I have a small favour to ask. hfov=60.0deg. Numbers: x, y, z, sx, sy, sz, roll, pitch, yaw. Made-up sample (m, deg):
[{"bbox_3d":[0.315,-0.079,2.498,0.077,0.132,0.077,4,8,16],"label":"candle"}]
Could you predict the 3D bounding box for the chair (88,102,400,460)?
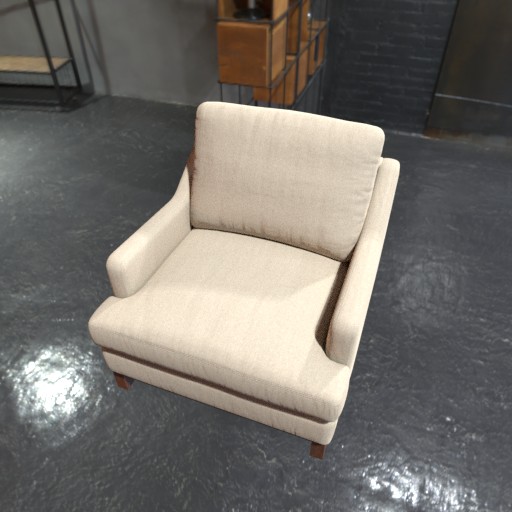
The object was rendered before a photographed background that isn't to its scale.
[{"bbox_3d":[0.000,0.000,1.724,0.912,0.916,1.001,14,42,16],"label":"chair"}]
